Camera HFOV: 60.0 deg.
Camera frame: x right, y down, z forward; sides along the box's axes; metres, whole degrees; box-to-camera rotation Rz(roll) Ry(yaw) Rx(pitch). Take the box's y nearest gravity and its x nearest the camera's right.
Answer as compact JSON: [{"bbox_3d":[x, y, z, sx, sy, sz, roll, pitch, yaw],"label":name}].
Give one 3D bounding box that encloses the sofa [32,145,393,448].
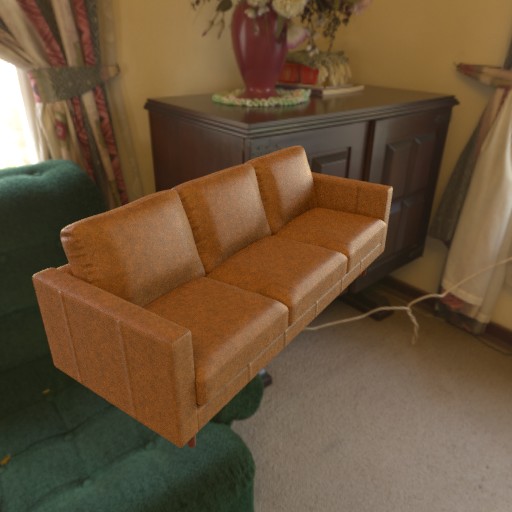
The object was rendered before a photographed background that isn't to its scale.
[{"bbox_3d":[0.000,0.000,2.669,0.903,0.930,2.231,17,31,31],"label":"sofa"}]
